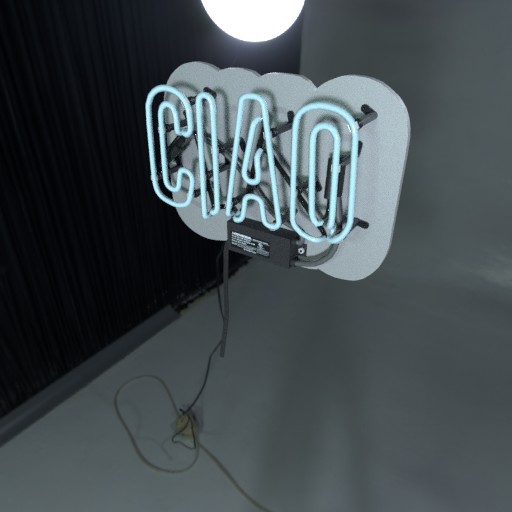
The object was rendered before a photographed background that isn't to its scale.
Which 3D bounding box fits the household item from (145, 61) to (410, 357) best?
[{"bbox_3d":[0.000,0.000,0.378,0.211,0.294,0.042,18,35,28],"label":"household item"}]
